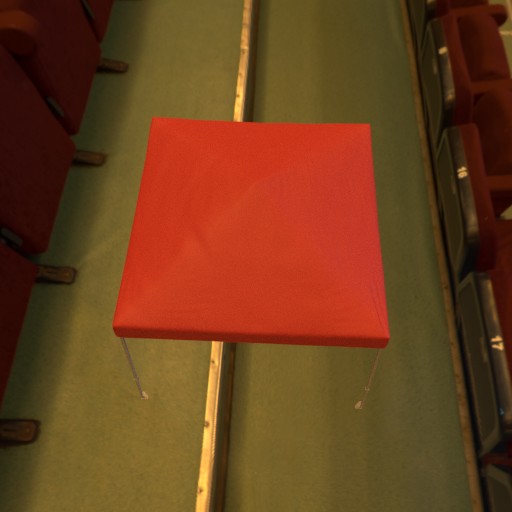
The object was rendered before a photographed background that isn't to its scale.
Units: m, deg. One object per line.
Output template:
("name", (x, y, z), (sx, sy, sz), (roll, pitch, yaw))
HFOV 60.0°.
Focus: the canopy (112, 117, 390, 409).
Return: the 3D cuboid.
("canopy", (0.000, 0.000, 6.393), (3.599, 3.600, 3.600), (2, 64, 1))
